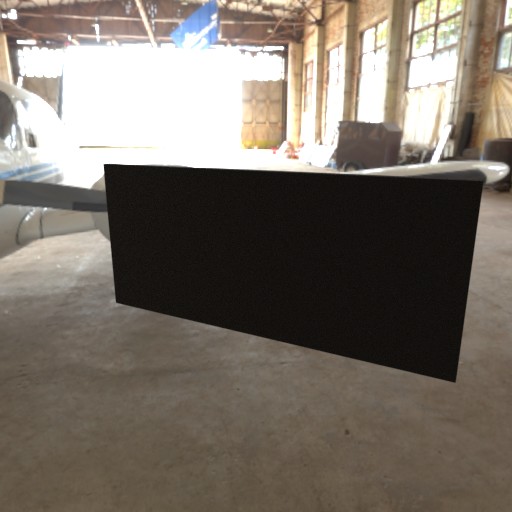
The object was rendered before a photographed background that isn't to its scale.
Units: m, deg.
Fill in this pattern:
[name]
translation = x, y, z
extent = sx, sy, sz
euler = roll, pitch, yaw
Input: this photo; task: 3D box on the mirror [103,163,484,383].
[mirror]
translation = 0.000, 0.000, 1.813
extent = 1.584, 0.692, 0.047
euler = 8, 18, 27
